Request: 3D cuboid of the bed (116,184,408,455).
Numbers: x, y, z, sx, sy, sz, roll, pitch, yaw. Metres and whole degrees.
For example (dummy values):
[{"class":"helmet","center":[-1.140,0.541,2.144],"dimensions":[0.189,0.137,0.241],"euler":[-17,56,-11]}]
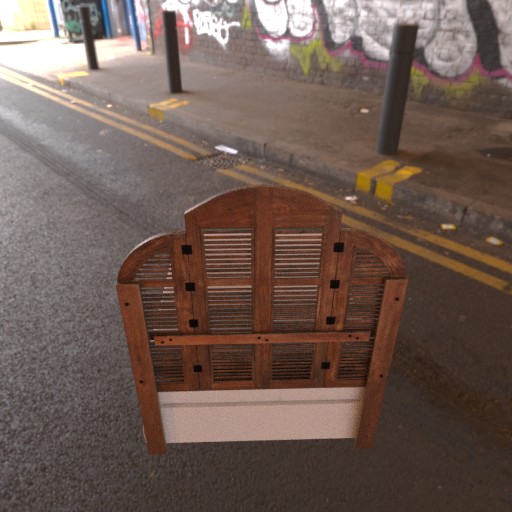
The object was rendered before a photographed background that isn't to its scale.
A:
[{"class":"bed","center":[0.000,0.000,3.577],"dimensions":[1.713,2.019,2.138],"euler":[-1,31,-2]}]
